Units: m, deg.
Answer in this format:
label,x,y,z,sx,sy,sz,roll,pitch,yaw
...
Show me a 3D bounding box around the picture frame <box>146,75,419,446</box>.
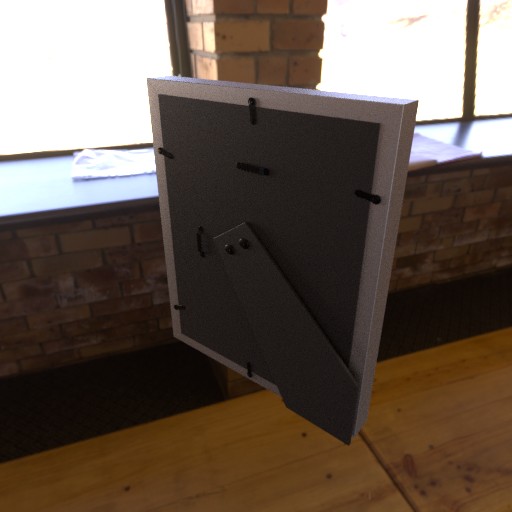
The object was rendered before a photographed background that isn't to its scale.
label,x,y,z,sx,sy,sz,roll,pitch,yaw
picture frame,0.000,0.000,0.394,0.233,0.282,0.036,20,34,33
